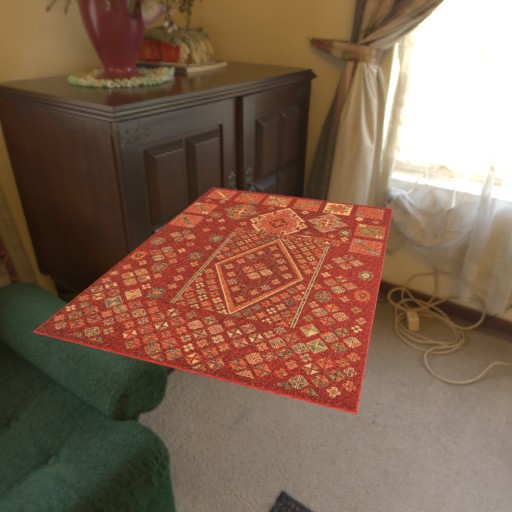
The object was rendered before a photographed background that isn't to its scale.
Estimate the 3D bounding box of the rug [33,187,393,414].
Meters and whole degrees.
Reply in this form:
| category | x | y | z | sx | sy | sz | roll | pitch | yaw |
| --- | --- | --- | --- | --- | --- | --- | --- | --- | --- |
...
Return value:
| category | x | y | z | sx | sy | sz | roll | pitch | yaw |
| --- | --- | --- | --- | --- | --- | --- | --- | --- | --- |
| rug | 0.000 | 0.000 | 4.338 | 2.389 | 0.011 | 3.306 | 9 | 30 | 16 |
